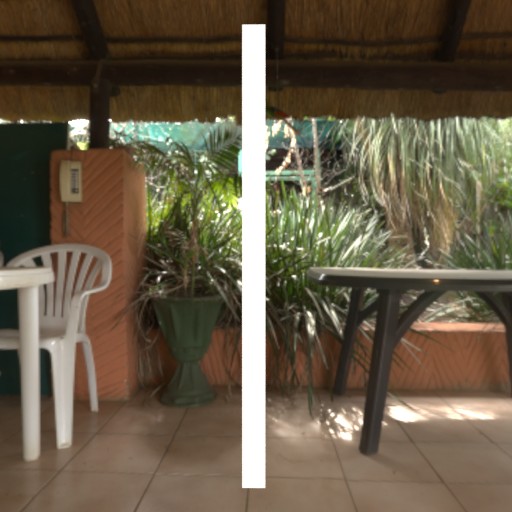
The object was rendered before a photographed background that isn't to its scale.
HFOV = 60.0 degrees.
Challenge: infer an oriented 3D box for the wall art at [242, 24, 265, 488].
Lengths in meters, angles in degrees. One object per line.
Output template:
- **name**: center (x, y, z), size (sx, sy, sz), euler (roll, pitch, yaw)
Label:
- **wall art**: center (0.000, 0.000, 1.110), size (0.038, 0.762, 0.762), euler (0, 0, 1)
